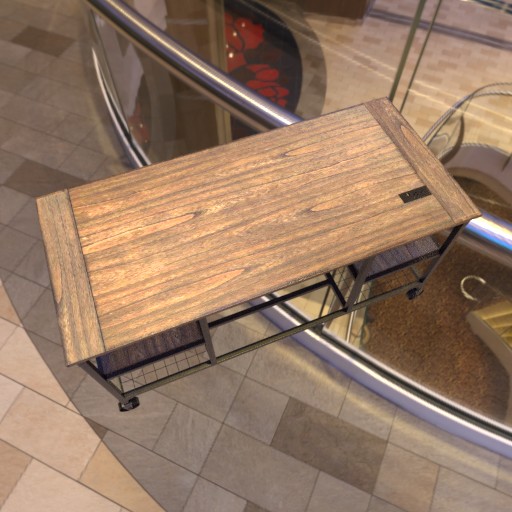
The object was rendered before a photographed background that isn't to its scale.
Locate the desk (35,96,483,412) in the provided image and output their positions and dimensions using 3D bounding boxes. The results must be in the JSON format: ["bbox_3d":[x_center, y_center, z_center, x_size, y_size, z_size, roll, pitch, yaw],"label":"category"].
[{"bbox_3d":[0.000,0.000,2.012,1.590,0.751,0.711,-19,61,-11],"label":"desk"}]
